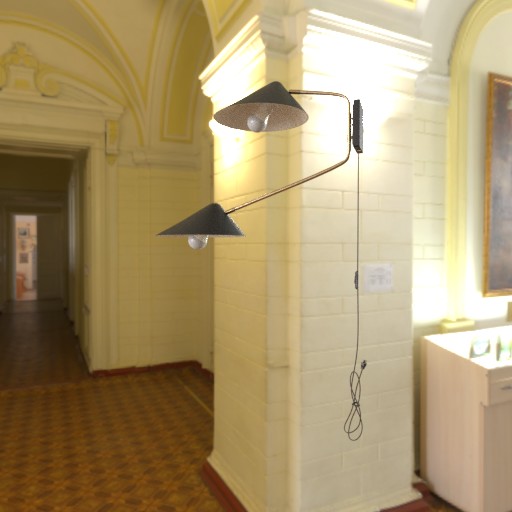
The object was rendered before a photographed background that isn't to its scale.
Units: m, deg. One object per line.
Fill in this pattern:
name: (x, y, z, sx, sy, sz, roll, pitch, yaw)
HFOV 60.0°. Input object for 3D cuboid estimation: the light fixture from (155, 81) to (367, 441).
light fixture: (0.000, 0.000, 0.867, 0.422, 0.665, 0.189, 0, 1, 20)
